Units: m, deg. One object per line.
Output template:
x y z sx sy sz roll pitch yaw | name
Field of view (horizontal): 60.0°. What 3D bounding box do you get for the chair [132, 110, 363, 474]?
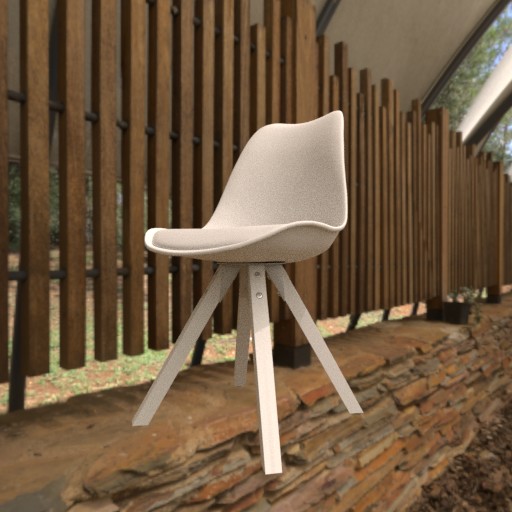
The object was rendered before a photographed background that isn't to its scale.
0.000 0.000 1.175 0.485 0.850 0.550 0 1 36 | chair
